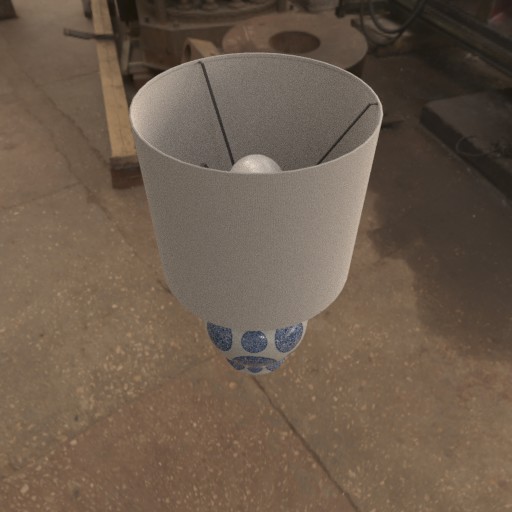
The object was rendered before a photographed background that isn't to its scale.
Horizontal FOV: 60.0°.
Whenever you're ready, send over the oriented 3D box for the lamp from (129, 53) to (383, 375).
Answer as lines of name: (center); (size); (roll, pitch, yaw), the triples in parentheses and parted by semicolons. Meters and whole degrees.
lamp: (0.000, 0.000, 0.518); (0.215, 0.381, 0.215); (-25, 50, -22)
